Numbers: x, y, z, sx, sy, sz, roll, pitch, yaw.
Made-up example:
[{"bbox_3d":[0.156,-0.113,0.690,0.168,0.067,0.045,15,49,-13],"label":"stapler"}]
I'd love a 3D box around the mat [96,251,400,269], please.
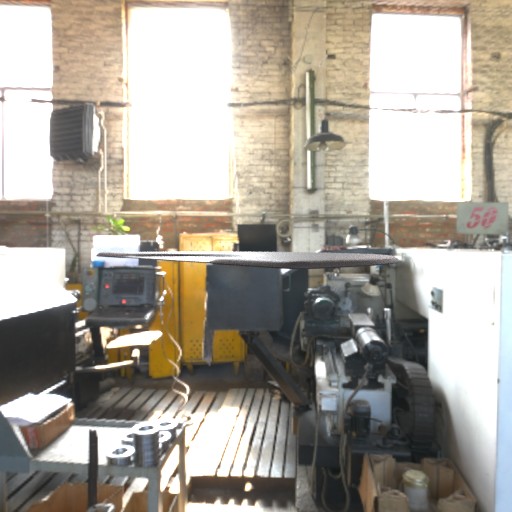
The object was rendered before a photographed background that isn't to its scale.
[{"bbox_3d":[0.000,0.000,1.919,0.917,0.022,1.525,-1,2,-37],"label":"mat"}]
